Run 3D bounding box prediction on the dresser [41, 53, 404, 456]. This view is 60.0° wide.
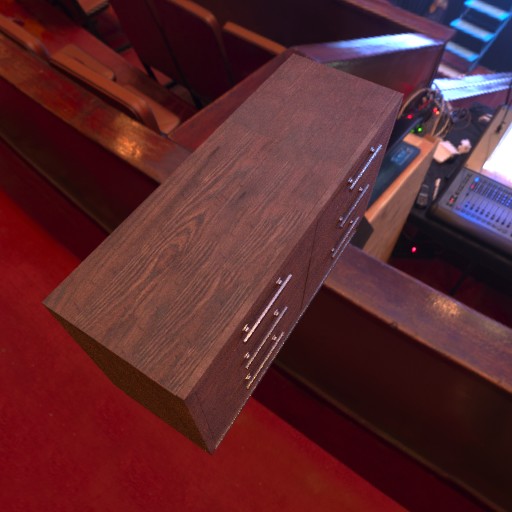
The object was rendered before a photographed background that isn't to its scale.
[{"bbox_3d":[0.000,0.000,2.182,0.623,1.061,1.646,28,61,17],"label":"dresser"}]
